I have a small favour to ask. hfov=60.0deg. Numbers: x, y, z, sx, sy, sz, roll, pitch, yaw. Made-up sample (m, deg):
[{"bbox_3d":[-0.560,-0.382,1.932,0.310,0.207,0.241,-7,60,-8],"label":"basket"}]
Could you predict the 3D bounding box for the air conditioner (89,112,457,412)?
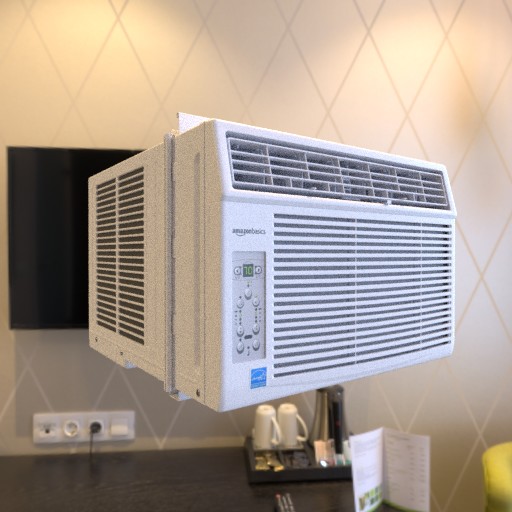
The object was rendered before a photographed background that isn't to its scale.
[{"bbox_3d":[0.000,0.000,0.857,0.503,0.388,0.546,0,1,-36],"label":"air conditioner"}]
